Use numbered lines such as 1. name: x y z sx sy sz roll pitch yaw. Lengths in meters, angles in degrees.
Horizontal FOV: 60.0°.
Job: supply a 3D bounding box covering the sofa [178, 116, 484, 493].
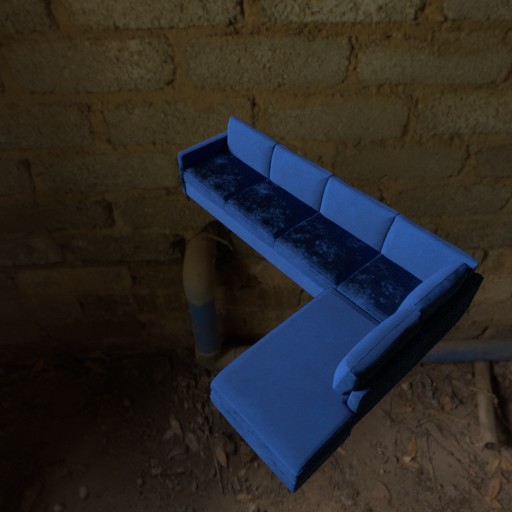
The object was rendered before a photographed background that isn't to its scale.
1. sofa: 0.000 0.000 3.139 1.707 0.687 2.486 -33 54 -27
